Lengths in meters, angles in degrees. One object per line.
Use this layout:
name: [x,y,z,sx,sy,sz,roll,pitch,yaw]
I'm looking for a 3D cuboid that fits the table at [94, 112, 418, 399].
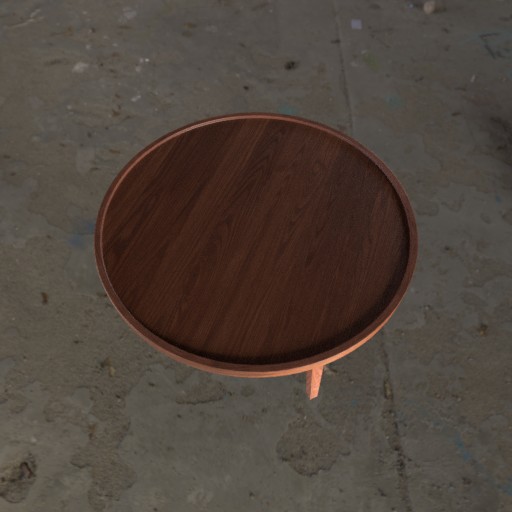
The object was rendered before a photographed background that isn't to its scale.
table: [0.000,0.000,1.264,0.800,0.360,0.800,0,57,0]
